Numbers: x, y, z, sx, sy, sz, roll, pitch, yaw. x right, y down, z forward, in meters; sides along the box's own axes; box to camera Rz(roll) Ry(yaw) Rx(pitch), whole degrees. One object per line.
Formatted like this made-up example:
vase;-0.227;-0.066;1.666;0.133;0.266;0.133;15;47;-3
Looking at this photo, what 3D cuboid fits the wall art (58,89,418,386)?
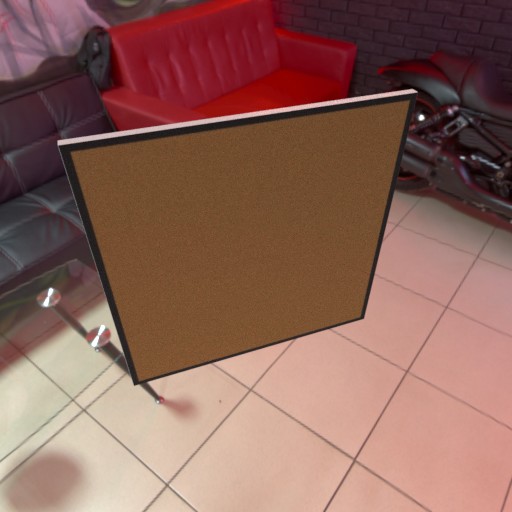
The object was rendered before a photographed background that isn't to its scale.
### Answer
wall art;0.000;0.000;1.212;0.805;0.803;0.022;-13;42;-15
